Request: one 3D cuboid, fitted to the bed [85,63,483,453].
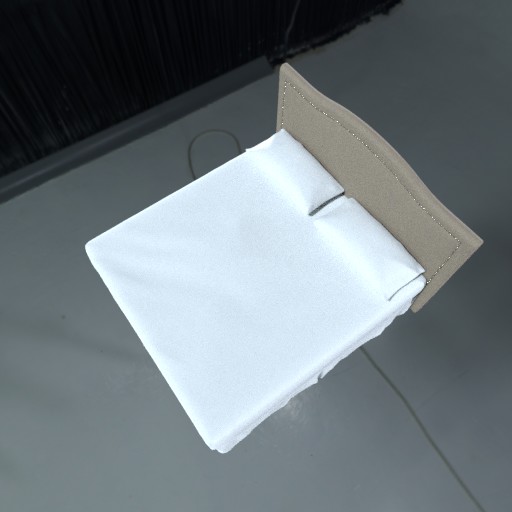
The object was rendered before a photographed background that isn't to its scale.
[{"bbox_3d":[0.000,0.000,3.500,2.182,1.421,2.083,-33,68,-16],"label":"bed"}]
